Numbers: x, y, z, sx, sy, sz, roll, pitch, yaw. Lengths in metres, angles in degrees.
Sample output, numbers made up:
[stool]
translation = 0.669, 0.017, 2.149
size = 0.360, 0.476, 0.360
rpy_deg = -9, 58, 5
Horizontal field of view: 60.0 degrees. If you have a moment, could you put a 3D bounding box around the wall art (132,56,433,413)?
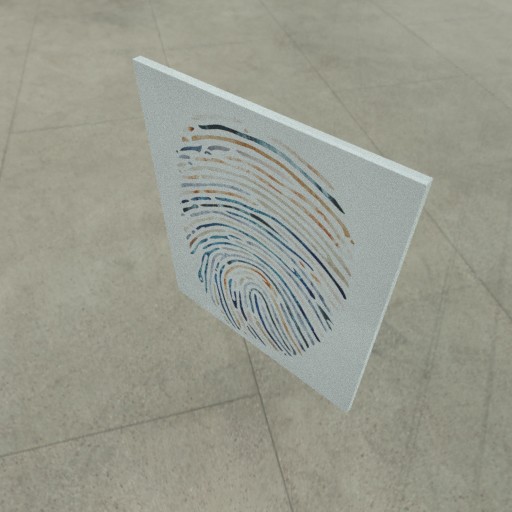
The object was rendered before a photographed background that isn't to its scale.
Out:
[wall art]
translation = 0.000, 0.000, 0.986
size = 0.609, 0.710, 0.021
rpy_deg = 32, 54, 26
